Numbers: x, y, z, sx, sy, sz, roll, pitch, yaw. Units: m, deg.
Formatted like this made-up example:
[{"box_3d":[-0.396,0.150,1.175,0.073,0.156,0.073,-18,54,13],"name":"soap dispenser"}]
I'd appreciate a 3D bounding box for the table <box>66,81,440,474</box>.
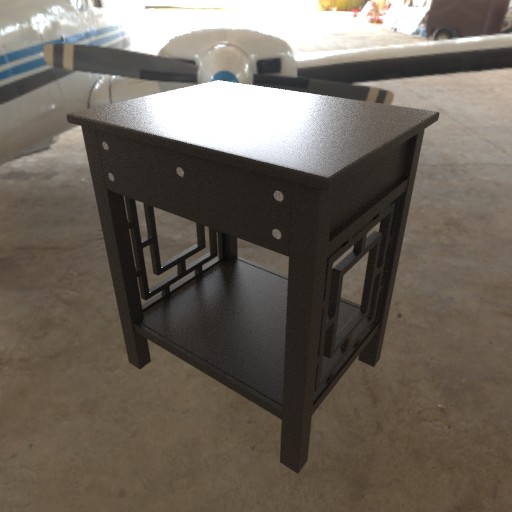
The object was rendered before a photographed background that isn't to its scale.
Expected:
[{"box_3d":[0.000,0.000,1.017,0.564,0.646,0.451,21,37,31],"name":"table"}]
